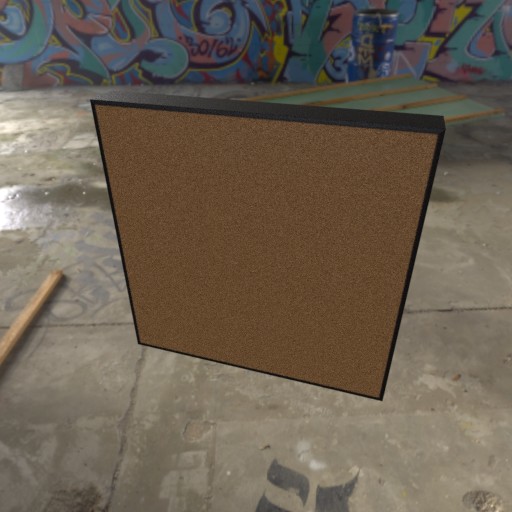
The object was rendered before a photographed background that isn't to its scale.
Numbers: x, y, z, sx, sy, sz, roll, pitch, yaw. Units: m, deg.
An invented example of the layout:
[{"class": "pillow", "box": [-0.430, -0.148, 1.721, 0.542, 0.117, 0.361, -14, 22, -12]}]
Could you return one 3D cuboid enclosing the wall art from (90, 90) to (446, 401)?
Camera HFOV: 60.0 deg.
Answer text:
[{"class": "wall art", "box": [0.000, 0.000, 0.461, 0.304, 0.303, 0.037, 9, 34, 14]}]
